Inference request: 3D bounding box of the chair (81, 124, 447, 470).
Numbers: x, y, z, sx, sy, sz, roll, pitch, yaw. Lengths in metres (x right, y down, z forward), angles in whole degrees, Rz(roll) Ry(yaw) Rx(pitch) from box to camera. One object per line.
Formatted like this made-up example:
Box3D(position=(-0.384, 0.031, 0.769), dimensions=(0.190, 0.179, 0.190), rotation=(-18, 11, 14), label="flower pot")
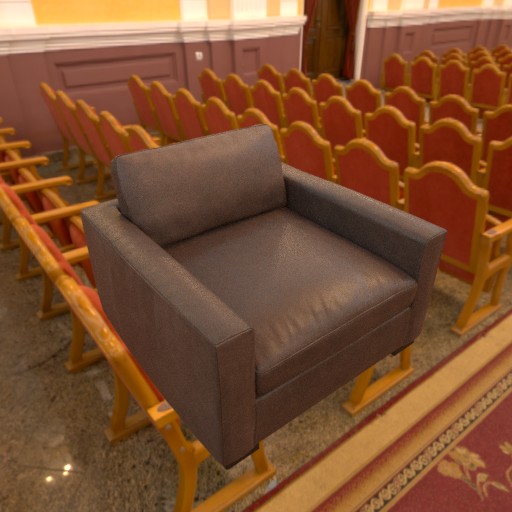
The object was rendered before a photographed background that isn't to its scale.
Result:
Box3D(position=(0.000, 0.000, 1.831), dimensions=(1.100, 0.812, 1.069), rotation=(-22, 37, -31), label="chair")
